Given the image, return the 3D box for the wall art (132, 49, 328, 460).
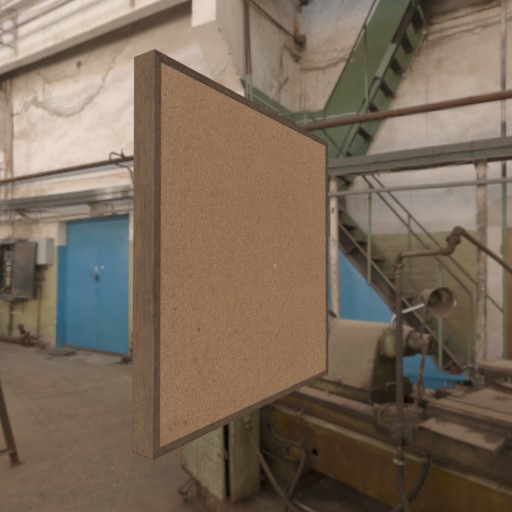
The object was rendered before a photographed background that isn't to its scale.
[{"bbox_3d":[0.000,0.000,0.768,0.038,0.508,0.508,-1,-1,34],"label":"wall art"}]
